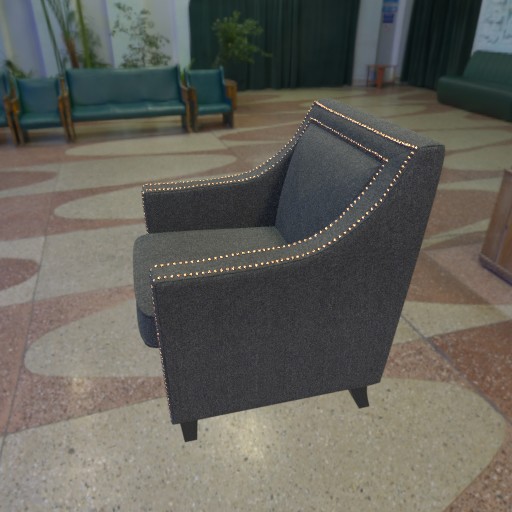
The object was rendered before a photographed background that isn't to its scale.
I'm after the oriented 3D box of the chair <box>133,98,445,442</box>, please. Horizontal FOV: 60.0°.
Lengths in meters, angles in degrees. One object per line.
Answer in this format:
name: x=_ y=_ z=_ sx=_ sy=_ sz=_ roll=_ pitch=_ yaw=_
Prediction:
chair: x=0.000 y=0.000 z=1.629 sx=0.884 sy=0.967 sz=0.776 roll=-7 pitch=29 yaw=-13
